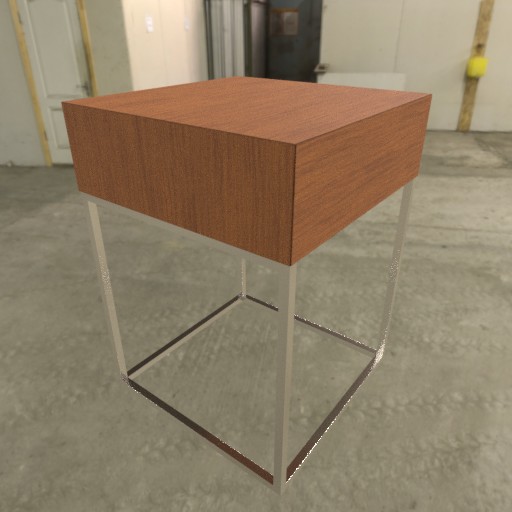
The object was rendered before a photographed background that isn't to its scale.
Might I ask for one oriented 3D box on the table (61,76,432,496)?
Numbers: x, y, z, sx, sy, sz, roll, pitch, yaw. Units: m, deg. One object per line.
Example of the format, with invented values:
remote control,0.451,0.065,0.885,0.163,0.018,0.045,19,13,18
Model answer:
table,0.000,0.000,0.794,0.398,0.540,0.397,20,34,32
